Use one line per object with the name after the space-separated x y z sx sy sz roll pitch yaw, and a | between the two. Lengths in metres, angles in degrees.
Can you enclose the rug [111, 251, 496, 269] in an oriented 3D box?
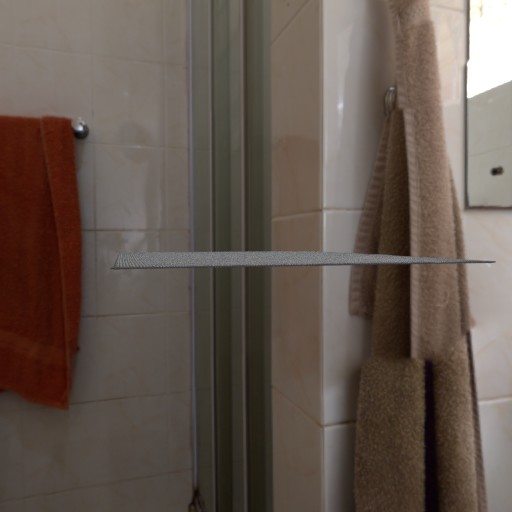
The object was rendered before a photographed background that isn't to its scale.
0.000 0.000 4.084 2.456 0.021 3.068 -1 2 -16 | rug
